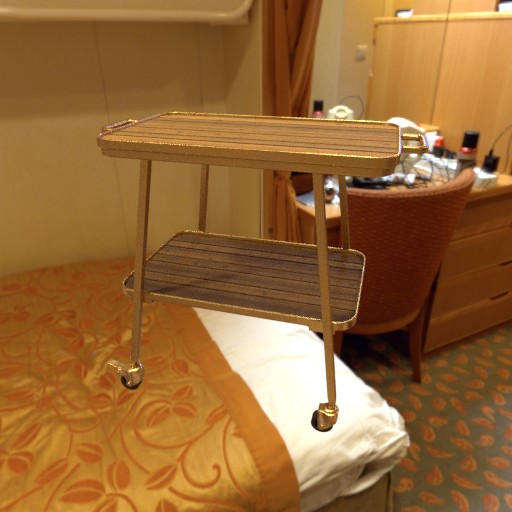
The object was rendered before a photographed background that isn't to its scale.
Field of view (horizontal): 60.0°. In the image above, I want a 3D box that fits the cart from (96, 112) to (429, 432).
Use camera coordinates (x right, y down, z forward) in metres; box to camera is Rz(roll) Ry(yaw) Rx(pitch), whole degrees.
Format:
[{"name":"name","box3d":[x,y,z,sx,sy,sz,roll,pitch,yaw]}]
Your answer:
[{"name":"cart","box3d":[0.000,0.000,1.255,0.806,0.700,0.524,7,28,14]}]
